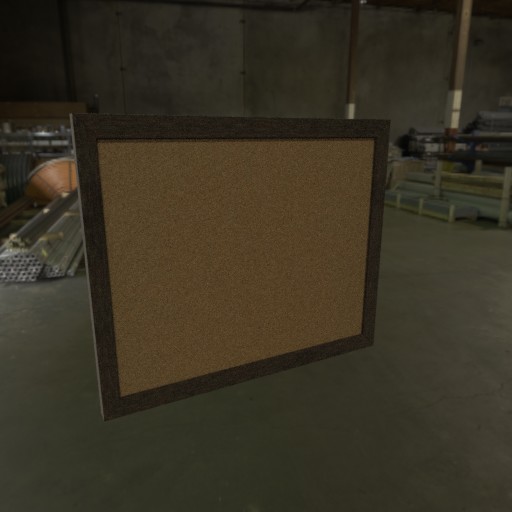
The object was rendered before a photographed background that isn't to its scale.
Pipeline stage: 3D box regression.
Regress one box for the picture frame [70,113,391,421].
[{"bbox_3d":[0.000,0.000,0.761,0.546,0.455,0.026,-8,17,-27],"label":"picture frame"}]
